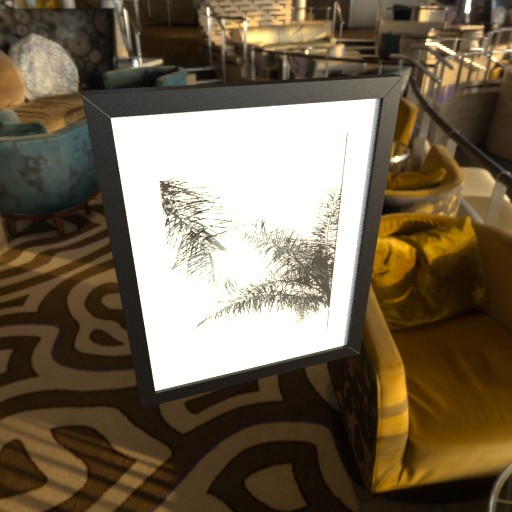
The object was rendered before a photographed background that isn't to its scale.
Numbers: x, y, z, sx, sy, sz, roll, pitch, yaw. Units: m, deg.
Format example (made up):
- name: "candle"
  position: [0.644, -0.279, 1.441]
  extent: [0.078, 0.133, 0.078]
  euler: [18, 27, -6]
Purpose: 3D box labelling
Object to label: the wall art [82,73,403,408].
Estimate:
- name: "wall art"
  position: [0.000, 0.000, 0.756]
  extent: [0.457, 0.557, 0.028]
  euler: [-10, 32, -16]
